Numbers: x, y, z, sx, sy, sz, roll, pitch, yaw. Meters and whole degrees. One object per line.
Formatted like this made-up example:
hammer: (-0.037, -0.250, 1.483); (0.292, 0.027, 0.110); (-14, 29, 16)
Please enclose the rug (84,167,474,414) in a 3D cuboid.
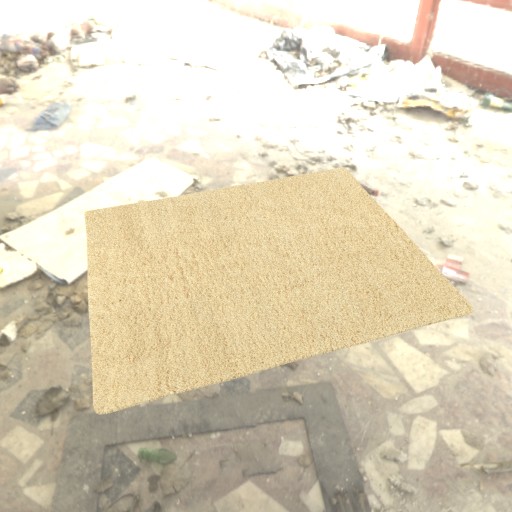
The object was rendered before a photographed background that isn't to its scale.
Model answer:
rug: (0.000, 0.000, 4.112); (3.001, 0.025, 2.401); (-12, 43, -13)
